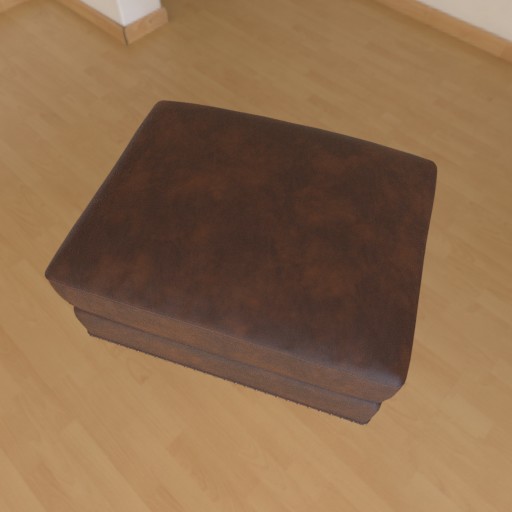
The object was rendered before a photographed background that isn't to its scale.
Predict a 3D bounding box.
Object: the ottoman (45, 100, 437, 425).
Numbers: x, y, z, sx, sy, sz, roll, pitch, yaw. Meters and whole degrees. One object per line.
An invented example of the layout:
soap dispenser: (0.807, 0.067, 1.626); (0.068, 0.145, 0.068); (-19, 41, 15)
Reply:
ottoman: (0.000, 0.000, 1.121); (0.742, 0.486, 0.586); (16, 60, 9)
